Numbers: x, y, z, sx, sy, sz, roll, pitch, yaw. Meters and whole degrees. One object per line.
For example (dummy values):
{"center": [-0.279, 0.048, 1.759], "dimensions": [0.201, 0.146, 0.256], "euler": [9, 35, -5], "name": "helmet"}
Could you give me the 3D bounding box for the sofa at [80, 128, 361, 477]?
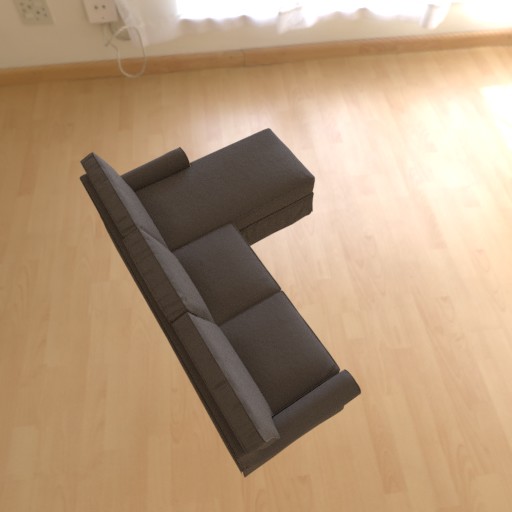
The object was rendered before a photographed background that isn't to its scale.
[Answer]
{"center": [0.000, 0.000, 3.374], "dimensions": [1.733, 0.978, 2.475], "euler": [-28, 63, -16], "name": "sofa"}
